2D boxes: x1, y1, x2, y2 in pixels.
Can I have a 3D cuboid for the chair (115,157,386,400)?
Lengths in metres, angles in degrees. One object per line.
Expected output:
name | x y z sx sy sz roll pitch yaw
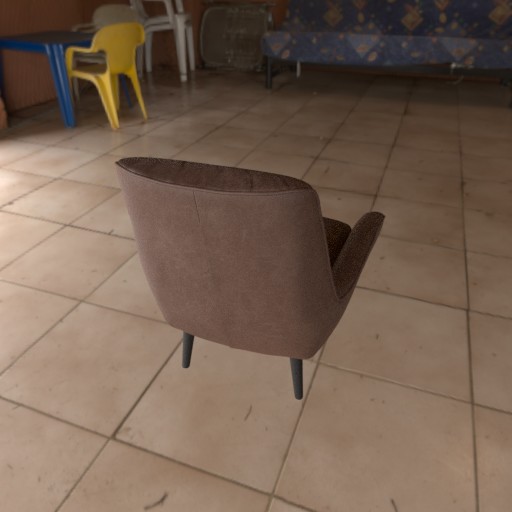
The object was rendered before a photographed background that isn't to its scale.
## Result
chair | 0.000 0.000 1.527 0.787 0.888 0.824 11 34 16
